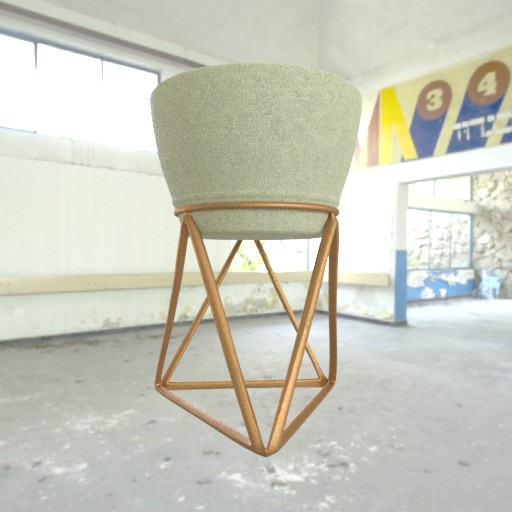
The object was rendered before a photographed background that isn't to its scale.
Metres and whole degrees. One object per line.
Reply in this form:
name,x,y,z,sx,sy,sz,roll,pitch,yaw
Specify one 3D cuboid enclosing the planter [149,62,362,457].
planter,0.000,0.000,0.748,0.350,0.504,0.350,0,0,-36
